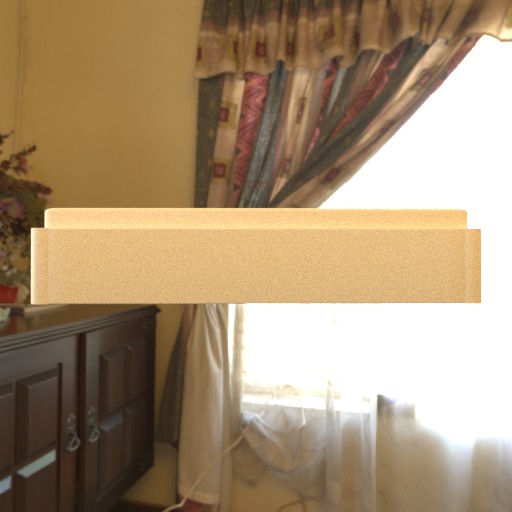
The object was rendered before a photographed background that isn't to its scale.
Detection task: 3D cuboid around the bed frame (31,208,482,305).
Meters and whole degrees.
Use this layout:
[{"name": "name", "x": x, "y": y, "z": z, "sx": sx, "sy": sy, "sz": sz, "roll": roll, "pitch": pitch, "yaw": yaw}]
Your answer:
[{"name": "bed frame", "x": 0.000, "y": 0.000, "z": 2.533, "sx": 1.900, "sy": 0.406, "sz": 1.400, "roll": 0, "pitch": 0, "yaw": -1}]
